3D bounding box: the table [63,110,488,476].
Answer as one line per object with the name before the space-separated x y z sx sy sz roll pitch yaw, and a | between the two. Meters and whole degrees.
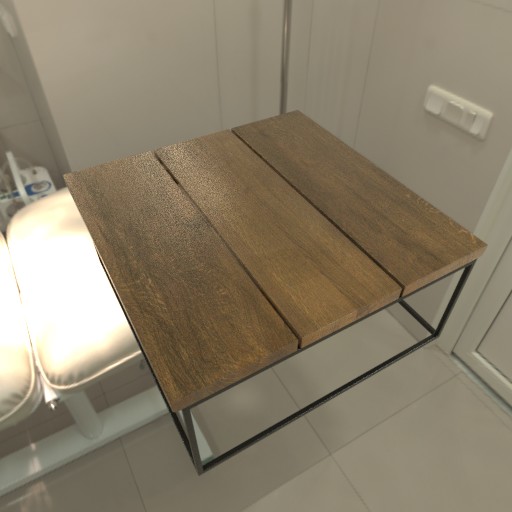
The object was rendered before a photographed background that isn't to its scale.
table | 0.000 0.000 1.430 0.900 0.400 0.900 -22 48 -21
